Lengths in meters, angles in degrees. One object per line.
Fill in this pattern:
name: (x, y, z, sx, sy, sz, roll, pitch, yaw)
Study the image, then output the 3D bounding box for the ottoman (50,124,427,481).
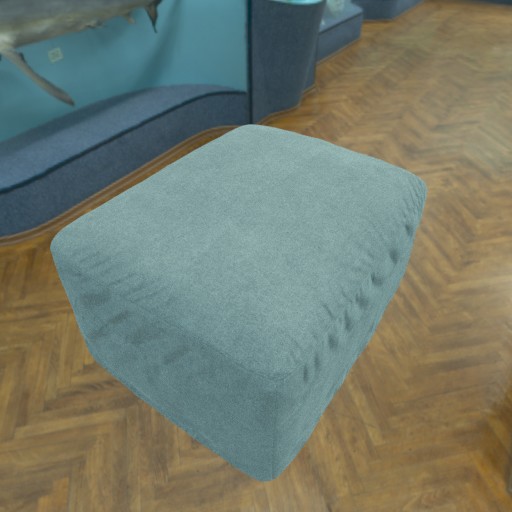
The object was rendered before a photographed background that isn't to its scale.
ottoman: (0.000, 0.000, 1.226, 0.683, 0.481, 0.837, 24, 46, 26)
